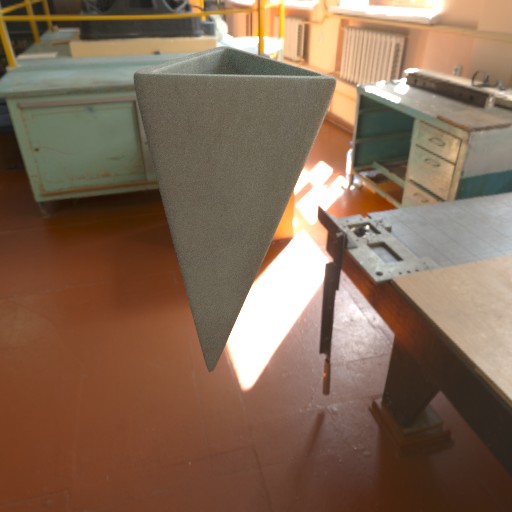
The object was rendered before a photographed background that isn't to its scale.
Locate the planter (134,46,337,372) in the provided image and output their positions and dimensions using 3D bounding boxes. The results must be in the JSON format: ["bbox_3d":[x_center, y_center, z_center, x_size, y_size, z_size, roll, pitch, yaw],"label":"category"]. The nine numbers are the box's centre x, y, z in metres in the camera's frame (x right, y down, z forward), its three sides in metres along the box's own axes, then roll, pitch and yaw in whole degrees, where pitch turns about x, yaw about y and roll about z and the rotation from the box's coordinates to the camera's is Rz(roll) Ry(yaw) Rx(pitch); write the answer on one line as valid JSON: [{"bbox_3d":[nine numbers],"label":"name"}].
[{"bbox_3d":[0.000,0.000,0.275,0.081,0.224,0.101,10,33,16],"label":"planter"}]
